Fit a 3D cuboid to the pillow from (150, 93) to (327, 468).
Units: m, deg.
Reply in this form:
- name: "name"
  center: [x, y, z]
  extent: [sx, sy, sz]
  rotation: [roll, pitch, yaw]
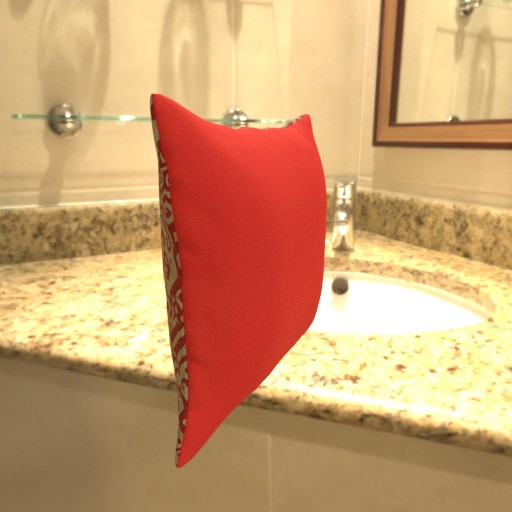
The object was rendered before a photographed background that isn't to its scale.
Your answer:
- name: "pillow"
  center: [0.000, 0.000, 0.790]
  extent: [0.192, 0.507, 0.522]
  rotation: [7, 17, 25]
